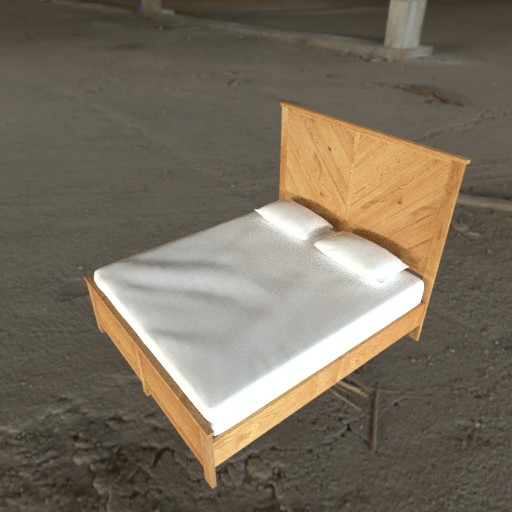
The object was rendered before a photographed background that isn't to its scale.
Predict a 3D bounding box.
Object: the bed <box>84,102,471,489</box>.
[{"bbox_3d":[0.000,0.000,3.553,2.201,1.686,1.936,-23,40,-31],"label":"bed"}]
